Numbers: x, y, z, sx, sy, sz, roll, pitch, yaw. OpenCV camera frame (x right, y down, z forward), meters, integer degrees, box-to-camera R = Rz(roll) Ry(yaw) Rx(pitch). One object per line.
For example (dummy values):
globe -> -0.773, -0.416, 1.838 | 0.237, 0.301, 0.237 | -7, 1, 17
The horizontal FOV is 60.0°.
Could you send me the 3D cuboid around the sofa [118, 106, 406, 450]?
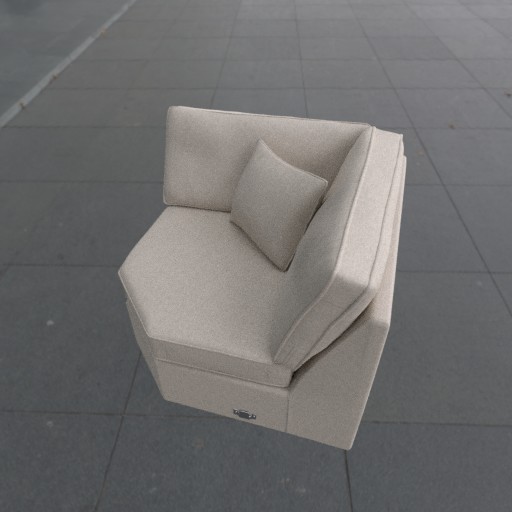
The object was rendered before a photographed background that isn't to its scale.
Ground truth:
sofa -> 0.000, 0.000, 1.839 | 1.050, 0.937, 1.042 | 12, 42, 13
